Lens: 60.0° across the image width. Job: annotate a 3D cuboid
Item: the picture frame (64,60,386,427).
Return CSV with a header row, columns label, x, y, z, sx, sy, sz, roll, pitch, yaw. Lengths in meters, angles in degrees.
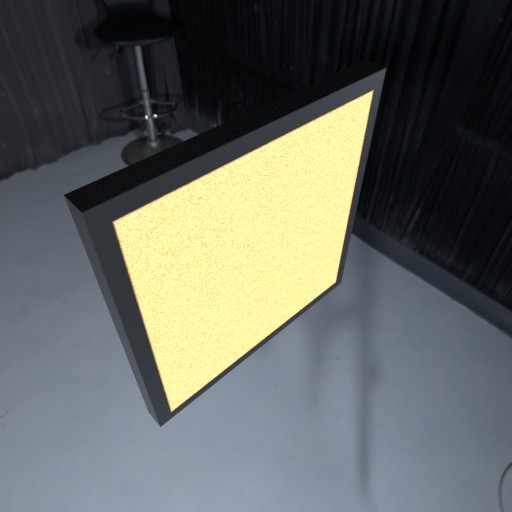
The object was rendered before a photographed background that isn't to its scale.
label,x,y,z,sx,sy,sz,roll,pitch,yaw
picture frame,0.000,0.000,0.525,0.355,0.353,0.029,-33,54,-28
